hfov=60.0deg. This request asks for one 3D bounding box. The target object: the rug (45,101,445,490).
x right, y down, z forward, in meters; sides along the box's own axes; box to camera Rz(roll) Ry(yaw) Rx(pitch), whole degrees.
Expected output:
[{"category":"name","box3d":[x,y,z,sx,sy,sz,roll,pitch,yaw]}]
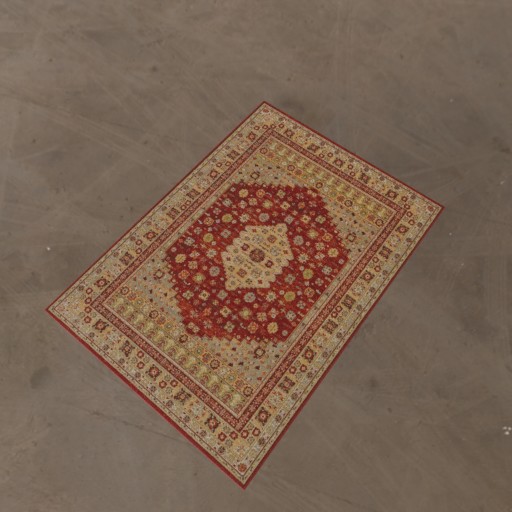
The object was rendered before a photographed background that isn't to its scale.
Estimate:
[{"category":"rug","box3d":[0.000,0.000,2.907,1.593,0.013,2.211,35,69,16]}]
